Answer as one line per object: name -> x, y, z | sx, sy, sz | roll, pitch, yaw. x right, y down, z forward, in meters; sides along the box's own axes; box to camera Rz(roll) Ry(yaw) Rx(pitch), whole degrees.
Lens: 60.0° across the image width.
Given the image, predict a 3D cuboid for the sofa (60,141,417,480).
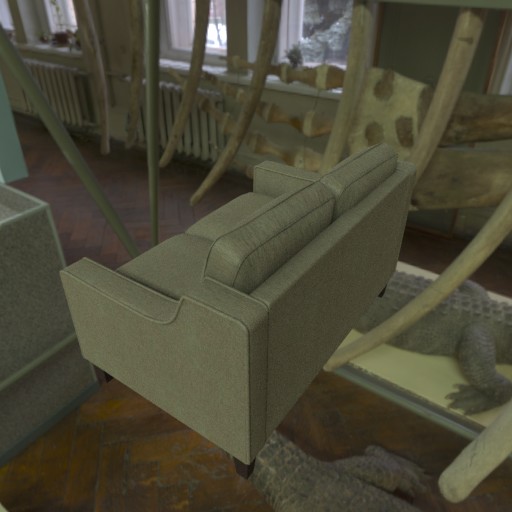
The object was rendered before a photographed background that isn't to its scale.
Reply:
sofa -> 0.000, 0.000, 2.171 | 0.985, 0.981, 1.503 | 21, 38, 29
